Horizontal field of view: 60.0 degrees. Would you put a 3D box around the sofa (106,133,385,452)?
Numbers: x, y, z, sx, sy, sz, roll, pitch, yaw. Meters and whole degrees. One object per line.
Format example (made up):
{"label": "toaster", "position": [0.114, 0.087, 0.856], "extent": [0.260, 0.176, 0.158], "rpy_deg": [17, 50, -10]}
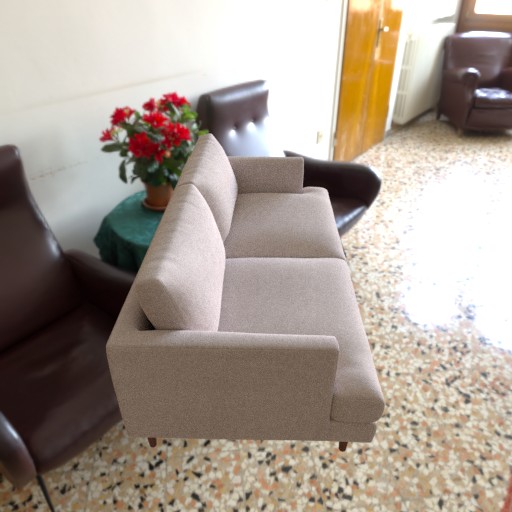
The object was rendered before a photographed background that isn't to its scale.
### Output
{"label": "sofa", "position": [0.000, 0.000, 2.460], "extent": [1.020, 0.868, 1.948], "rpy_deg": [1, 32, 1]}
